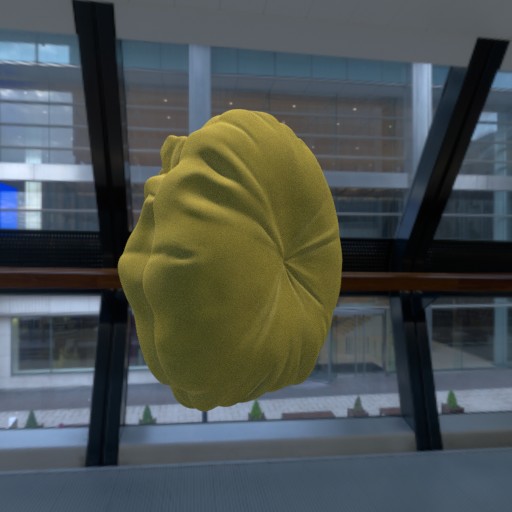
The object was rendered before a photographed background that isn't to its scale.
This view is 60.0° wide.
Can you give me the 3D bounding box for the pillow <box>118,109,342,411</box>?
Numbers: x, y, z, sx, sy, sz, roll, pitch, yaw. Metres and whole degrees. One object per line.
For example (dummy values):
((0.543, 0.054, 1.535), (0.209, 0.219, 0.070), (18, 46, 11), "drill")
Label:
((0.000, 0.000, 0.651), (0.148, 0.407, 0.428), (0, 0, 36), "pillow")
